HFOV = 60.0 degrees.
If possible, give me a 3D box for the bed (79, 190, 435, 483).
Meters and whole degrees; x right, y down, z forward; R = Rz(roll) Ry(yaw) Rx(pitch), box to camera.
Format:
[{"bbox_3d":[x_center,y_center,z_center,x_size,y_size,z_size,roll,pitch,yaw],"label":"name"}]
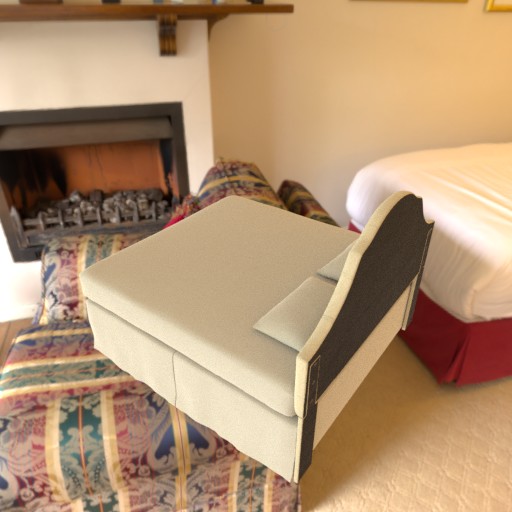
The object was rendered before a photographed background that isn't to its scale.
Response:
[{"bbox_3d":[0.000,0.000,3.491,2.086,1.555,2.012,21,38,31],"label":"bed"}]
